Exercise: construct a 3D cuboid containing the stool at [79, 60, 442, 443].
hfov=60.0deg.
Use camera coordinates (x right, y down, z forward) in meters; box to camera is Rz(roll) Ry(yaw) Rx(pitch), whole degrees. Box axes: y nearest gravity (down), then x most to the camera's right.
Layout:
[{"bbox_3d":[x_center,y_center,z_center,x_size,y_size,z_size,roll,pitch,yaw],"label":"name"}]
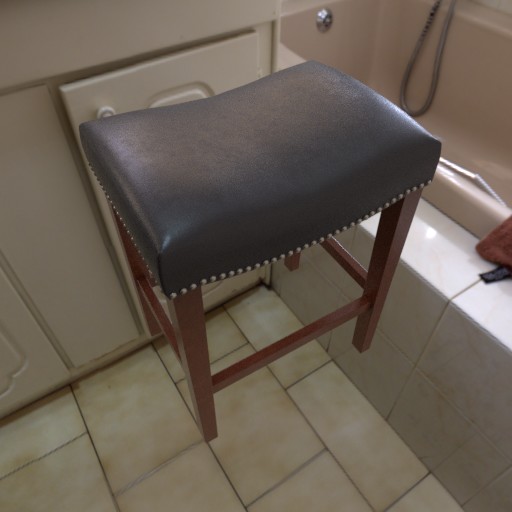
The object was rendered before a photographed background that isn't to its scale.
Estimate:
[{"bbox_3d":[0.000,0.000,0.951,0.504,0.654,0.372,-24,52,-20],"label":"stool"}]
